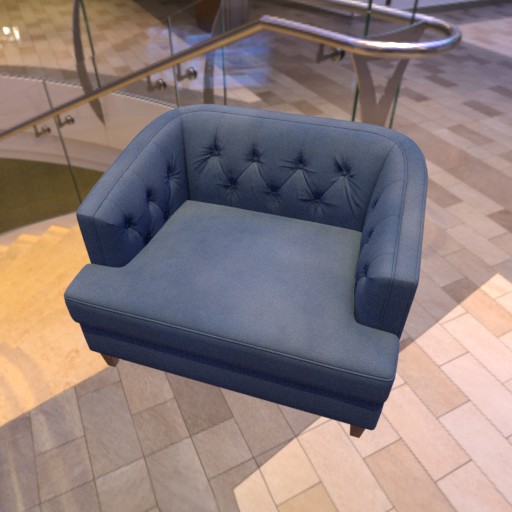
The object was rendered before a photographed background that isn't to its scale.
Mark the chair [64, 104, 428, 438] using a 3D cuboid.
[{"bbox_3d":[0.000,0.000,1.715,1.118,0.787,0.914,12,42,13],"label":"chair"}]
